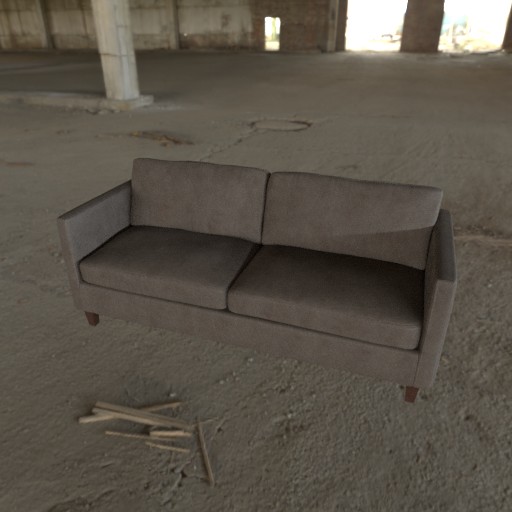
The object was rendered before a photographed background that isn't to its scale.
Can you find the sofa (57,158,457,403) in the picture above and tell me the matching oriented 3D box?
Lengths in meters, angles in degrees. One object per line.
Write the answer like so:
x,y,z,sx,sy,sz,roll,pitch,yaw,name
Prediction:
0.000,0.000,2.756,2.208,0.965,0.951,9,29,17,sofa
